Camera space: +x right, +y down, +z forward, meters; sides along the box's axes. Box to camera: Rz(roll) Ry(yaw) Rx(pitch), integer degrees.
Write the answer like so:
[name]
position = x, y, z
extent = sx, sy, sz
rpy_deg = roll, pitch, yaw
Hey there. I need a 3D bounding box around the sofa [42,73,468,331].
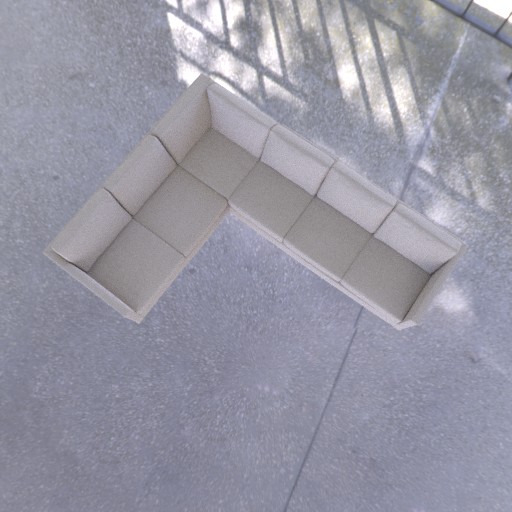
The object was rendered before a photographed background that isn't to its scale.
[sofa]
position = 0.000, 0.000, 4.365
extent = 3.182, 0.863, 2.432
rpy_deg = 35, 78, 8
